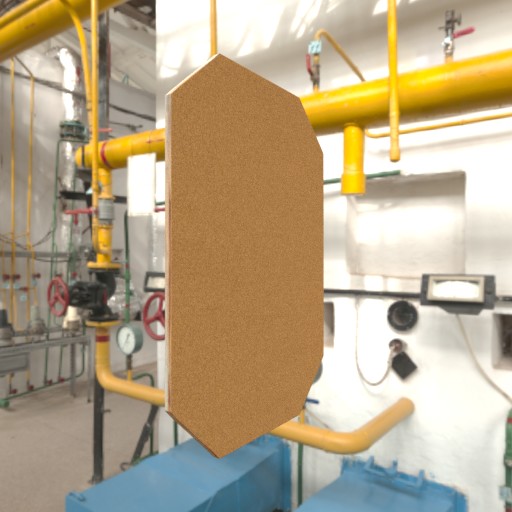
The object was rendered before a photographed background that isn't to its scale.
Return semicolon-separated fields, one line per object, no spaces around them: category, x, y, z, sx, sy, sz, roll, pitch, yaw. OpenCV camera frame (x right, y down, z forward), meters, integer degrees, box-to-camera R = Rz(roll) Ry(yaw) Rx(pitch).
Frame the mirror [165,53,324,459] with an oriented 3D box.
mirror;0.000;0.000;1.281;0.061;1.015;0.709;0;0;37
